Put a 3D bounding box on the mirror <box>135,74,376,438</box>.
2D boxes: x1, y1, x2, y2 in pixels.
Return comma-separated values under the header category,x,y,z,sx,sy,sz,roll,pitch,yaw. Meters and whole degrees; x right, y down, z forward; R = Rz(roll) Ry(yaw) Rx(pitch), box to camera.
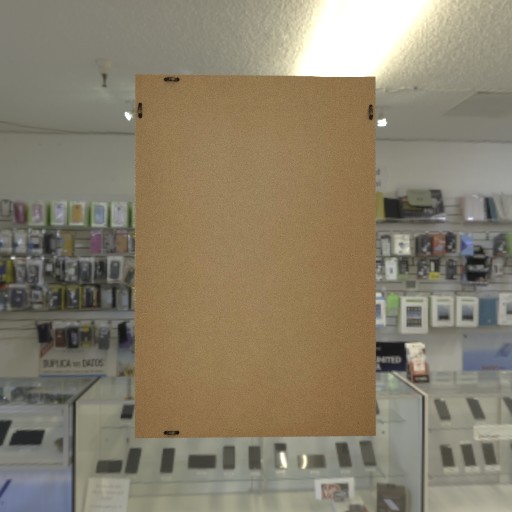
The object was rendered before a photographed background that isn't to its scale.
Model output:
category,x,y,z,sx,sy,sz,roll,pitch,yaw
mirror,0.000,0.000,1.136,0.609,0.915,0.040,0,0,-1
